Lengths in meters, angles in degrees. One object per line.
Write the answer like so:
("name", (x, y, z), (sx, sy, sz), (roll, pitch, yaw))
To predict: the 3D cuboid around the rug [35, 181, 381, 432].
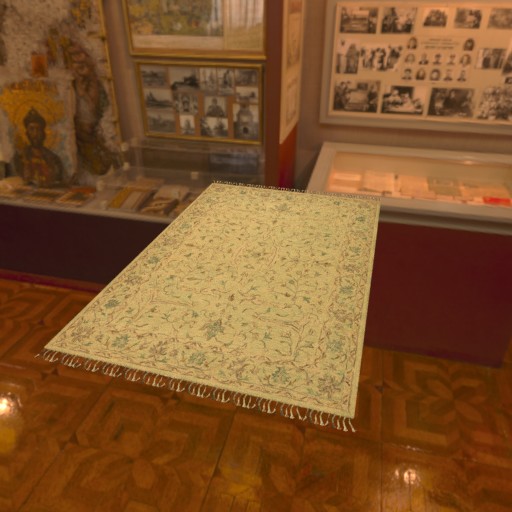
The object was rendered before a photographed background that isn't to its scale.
("rug", (0.000, 0.000, 2.948), (1.544, 0.010, 2.435), (8, 32, 14))
